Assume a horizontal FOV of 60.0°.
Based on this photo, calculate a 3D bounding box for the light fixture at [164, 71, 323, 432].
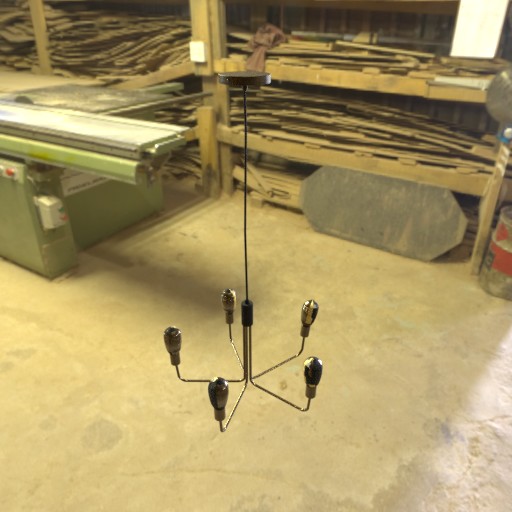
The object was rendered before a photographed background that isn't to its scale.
[{"bbox_3d":[0.000,0.000,1.386,0.532,1.059,0.588,19,33,32],"label":"light fixture"}]
